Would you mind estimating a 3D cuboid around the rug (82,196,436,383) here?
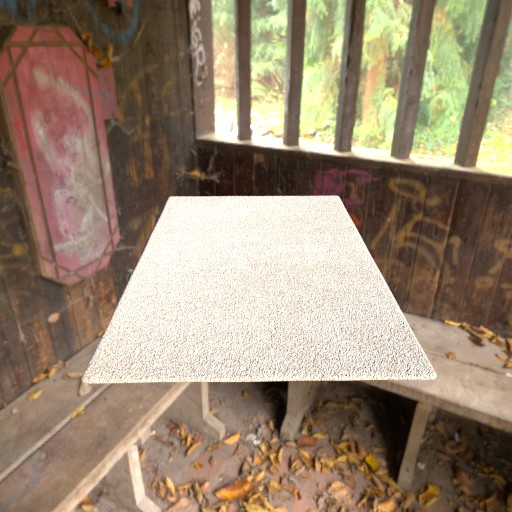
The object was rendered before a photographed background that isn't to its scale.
[{"bbox_3d":[0.000,0.000,3.426,1.778,0.030,2.743,0,27,-1],"label":"rug"}]
